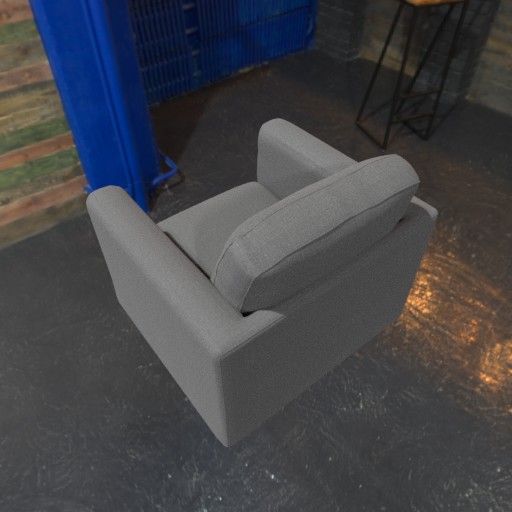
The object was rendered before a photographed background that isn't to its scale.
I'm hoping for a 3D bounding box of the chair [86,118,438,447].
[{"bbox_3d":[0.000,0.000,1.572,0.854,0.927,0.800,-29,52,-25],"label":"chair"}]
